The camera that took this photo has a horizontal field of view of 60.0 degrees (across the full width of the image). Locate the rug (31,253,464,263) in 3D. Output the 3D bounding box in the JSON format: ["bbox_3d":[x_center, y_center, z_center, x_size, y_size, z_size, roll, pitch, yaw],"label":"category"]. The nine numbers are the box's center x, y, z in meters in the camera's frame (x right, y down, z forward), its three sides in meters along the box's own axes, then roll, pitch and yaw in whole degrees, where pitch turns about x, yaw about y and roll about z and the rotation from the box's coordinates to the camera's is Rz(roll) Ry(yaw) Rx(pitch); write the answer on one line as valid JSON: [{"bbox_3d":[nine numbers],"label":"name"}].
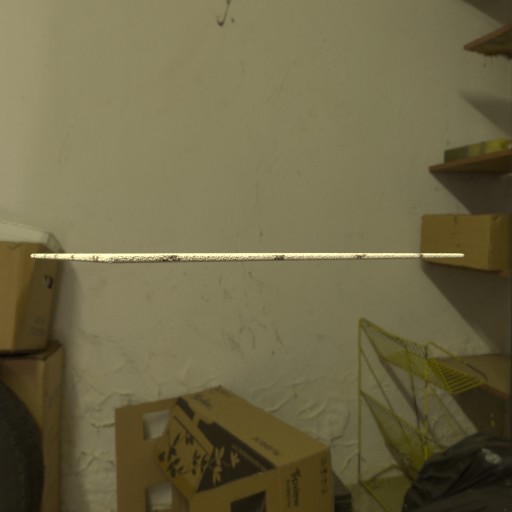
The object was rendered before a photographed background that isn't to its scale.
[{"bbox_3d":[0.000,0.000,2.922,2.438,0.030,1.524,0,1,-36],"label":"rug"}]
